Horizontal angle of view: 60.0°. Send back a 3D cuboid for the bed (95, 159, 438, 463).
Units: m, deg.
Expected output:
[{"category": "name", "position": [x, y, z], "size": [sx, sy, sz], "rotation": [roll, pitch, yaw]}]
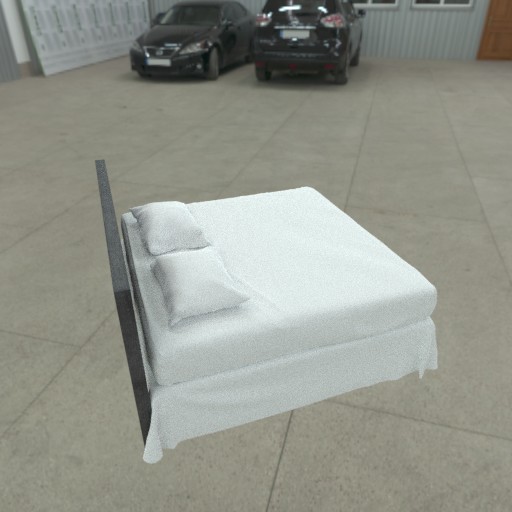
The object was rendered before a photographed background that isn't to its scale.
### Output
[{"category": "bed", "position": [0.000, 0.000, 3.480], "size": [2.165, 1.158, 2.255], "rotation": [-10, 32, -17]}]
